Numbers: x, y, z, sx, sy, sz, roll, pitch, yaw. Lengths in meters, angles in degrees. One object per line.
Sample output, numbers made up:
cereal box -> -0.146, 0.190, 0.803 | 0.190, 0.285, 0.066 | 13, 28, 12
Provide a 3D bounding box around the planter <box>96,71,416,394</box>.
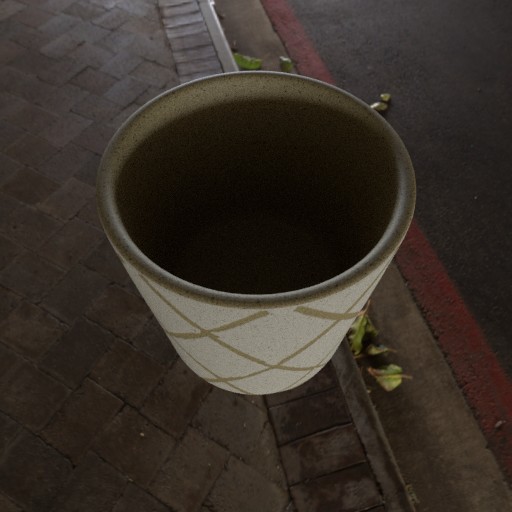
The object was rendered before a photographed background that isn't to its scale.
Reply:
planter -> 0.000, 0.000, 0.350 | 0.191, 0.199, 0.191 | 0, 57, 0
